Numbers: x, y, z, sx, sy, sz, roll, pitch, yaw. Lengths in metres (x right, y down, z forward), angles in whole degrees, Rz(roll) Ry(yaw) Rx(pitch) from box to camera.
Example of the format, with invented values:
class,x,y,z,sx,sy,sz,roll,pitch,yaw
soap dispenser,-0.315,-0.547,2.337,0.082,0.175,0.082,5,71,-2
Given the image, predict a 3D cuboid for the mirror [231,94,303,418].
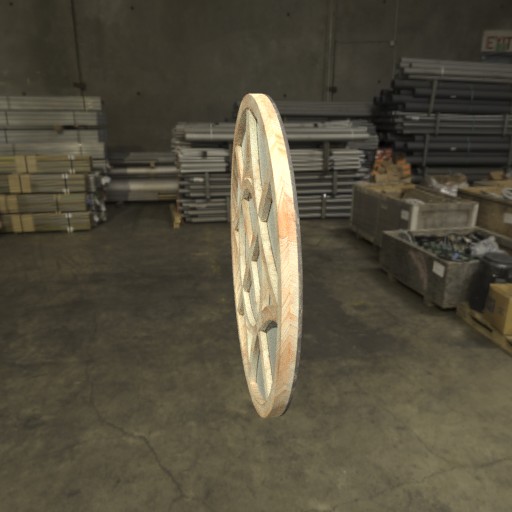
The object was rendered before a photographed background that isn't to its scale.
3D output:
class,x,y,z,sx,sy,sz,roll,pitch,yaw
mirror,0.000,0.000,1.035,0.038,0.710,0.710,-3,17,-9
